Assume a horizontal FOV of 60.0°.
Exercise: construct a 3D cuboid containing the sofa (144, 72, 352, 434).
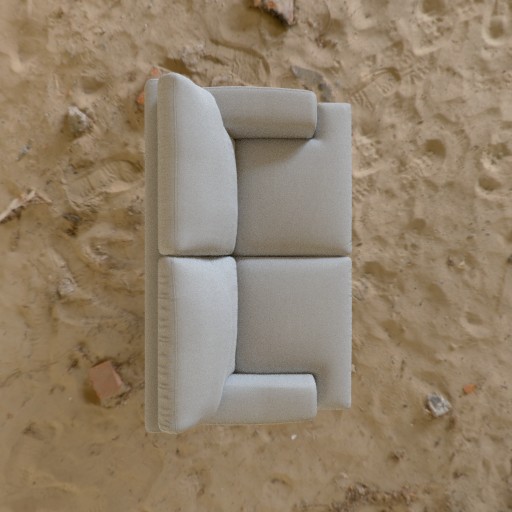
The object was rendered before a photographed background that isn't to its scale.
[{"bbox_3d":[0.000,0.000,2.553,1.143,0.940,1.880,0,90,0],"label":"sofa"}]
